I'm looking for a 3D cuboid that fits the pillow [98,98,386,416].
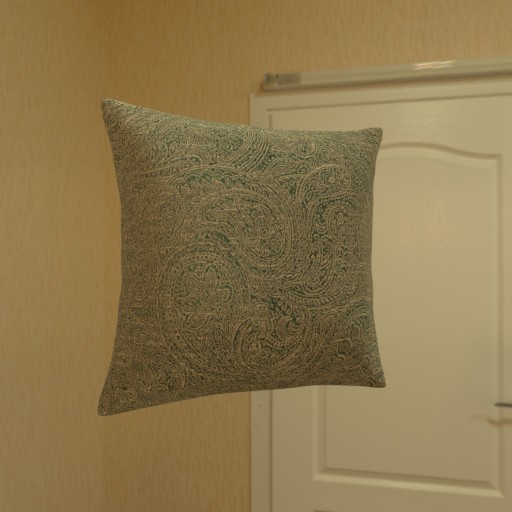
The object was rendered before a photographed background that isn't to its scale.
[{"bbox_3d":[0.000,0.000,0.785,0.526,0.507,0.166,0,-1,-18],"label":"pillow"}]
